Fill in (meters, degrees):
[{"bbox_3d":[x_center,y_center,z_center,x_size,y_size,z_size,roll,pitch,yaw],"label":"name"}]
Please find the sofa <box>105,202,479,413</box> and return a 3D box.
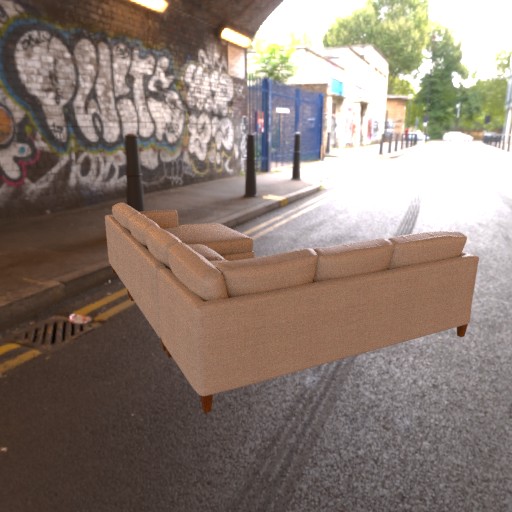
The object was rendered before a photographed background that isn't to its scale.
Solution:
[{"bbox_3d":[0.000,0.000,4.753,2.594,0.961,3.460,-8,18,-26],"label":"sofa"}]
